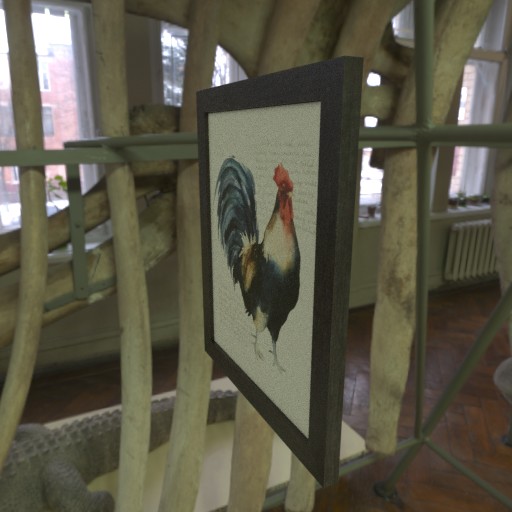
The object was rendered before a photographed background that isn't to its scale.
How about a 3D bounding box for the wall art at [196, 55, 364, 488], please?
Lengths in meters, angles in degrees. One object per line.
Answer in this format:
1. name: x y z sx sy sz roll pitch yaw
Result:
1. wall art: 0.000 0.000 0.778 0.027 0.580 0.479 -8 17 -26
